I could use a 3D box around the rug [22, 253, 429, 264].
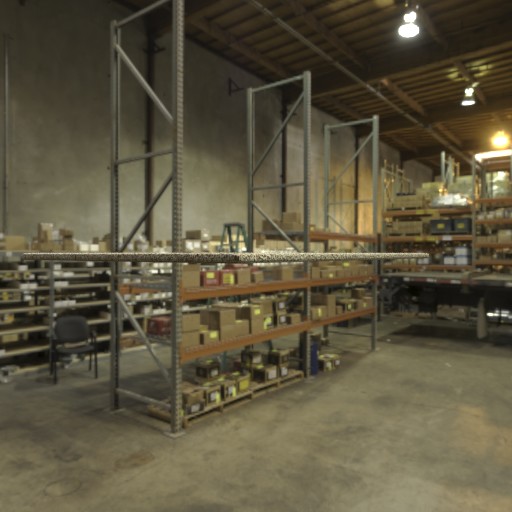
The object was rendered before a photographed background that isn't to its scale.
[{"bbox_3d":[0.000,0.000,2.264,1.219,0.030,1.778,0,0,37],"label":"rug"}]
